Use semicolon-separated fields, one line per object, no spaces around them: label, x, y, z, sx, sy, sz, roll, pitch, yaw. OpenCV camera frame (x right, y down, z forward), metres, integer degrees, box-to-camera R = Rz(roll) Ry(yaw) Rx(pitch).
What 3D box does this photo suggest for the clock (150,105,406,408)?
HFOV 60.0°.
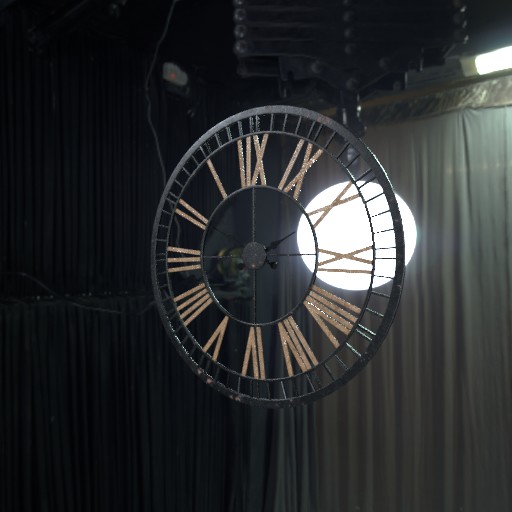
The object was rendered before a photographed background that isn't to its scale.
clock;0.000;0.000;1.263;0.843;0.843;0.025;-1;-2;34
